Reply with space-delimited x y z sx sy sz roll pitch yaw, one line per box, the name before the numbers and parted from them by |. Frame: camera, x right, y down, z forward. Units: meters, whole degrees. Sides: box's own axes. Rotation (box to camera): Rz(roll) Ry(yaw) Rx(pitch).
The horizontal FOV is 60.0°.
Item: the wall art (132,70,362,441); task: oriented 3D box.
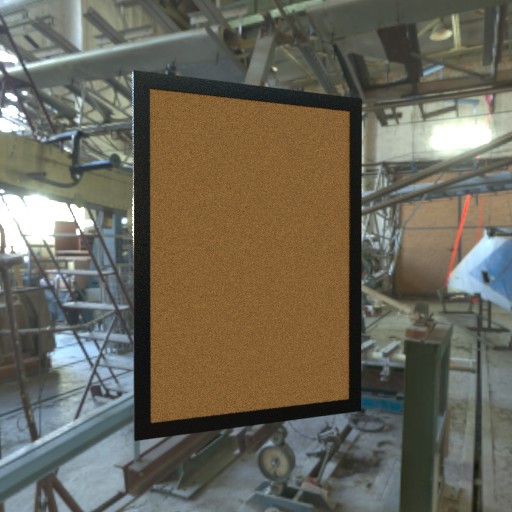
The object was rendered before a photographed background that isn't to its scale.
wall art | 0.000 0.000 0.865 0.462 0.656 0.019 0 1 -19
